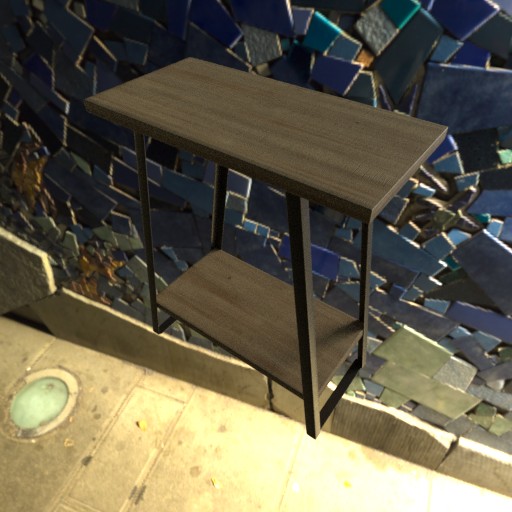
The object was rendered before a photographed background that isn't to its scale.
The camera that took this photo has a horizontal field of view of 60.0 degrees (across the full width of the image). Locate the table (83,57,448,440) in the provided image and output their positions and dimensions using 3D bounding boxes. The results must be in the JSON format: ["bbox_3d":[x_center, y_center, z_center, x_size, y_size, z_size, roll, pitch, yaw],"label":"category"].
[{"bbox_3d":[0.000,0.000,1.037,0.599,0.701,0.300,26,48,26],"label":"table"}]
